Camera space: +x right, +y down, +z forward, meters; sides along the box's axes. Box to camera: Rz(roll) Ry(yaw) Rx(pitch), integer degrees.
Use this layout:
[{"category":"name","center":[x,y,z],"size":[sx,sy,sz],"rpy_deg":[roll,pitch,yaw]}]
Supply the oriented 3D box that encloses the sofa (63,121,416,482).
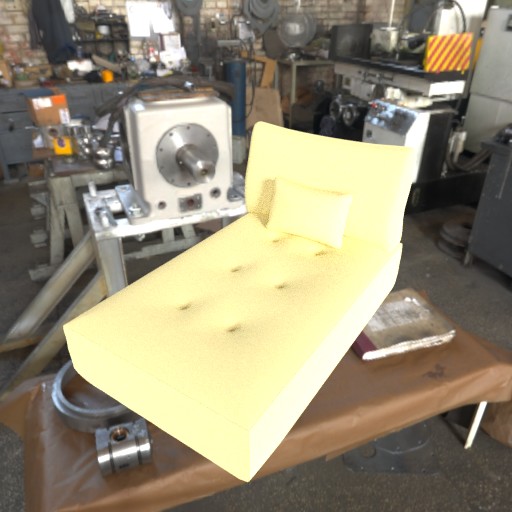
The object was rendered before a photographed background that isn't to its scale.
[{"category":"sofa","center":[0.000,0.000,2.007],"size":[0.930,0.820,1.450],"rpy_deg":[19,35,29]}]
